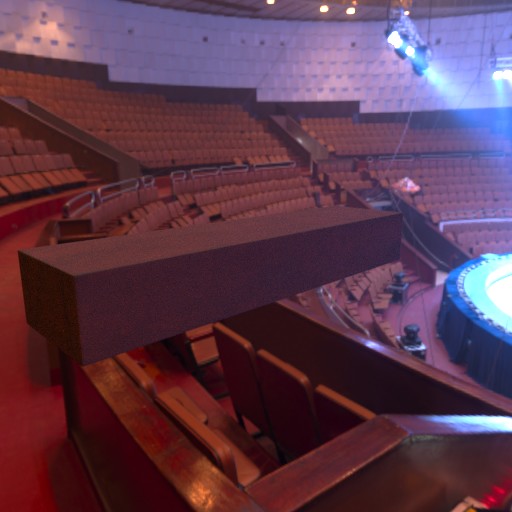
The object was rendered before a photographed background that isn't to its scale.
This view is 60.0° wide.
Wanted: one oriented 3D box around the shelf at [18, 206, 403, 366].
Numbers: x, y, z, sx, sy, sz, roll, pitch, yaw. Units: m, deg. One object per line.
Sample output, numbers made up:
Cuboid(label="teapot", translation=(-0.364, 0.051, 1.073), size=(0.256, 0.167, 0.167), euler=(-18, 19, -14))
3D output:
Cuboid(label="shelf", translation=(0.000, 0.000, 0.665), size=(0.607, 0.088, 0.152), euler=(-13, 18, -43))
